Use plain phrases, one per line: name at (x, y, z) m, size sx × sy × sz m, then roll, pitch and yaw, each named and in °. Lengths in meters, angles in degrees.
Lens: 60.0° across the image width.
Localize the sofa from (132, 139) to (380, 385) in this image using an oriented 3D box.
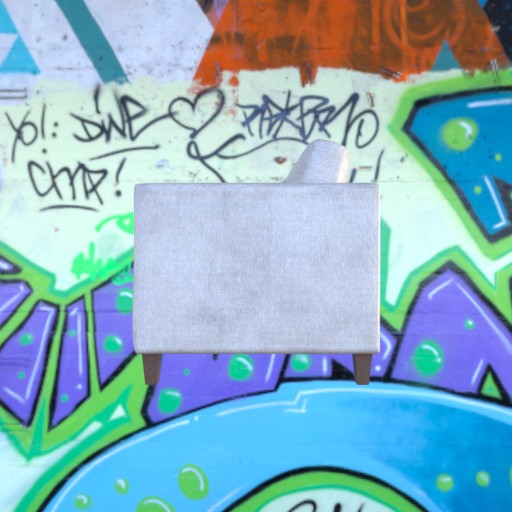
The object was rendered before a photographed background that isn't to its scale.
sofa at (0.000, 0.000, 2.720) m, size 0.951 × 0.965 × 2.208 m, roll 0°, pitch 1°, yaw 0°
